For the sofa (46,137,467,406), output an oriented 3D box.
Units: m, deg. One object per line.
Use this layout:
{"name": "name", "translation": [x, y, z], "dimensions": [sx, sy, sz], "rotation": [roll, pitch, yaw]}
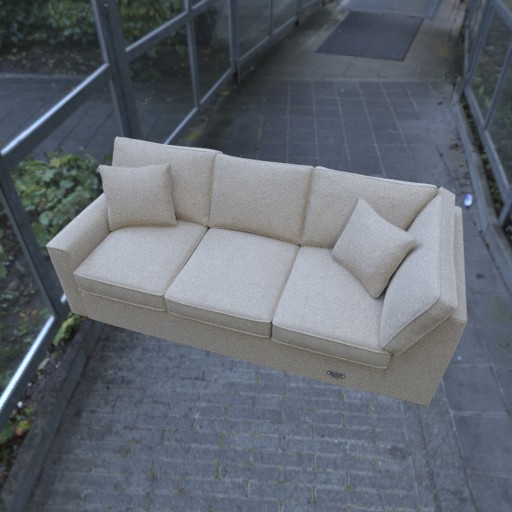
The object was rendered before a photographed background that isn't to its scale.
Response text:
{"name": "sofa", "translation": [0.000, 0.000, 2.779], "dimensions": [2.317, 0.962, 1.061], "rotation": [12, 41, 14]}
